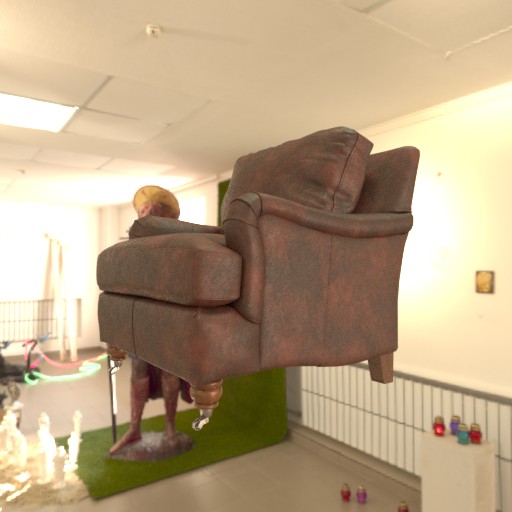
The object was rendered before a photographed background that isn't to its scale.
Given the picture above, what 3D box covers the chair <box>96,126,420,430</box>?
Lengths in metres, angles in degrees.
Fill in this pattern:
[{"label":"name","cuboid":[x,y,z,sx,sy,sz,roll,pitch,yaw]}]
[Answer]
[{"label":"chair","cuboid":[0.000,0.000,1.944,1.156,1.051,0.987,1,-1,-36]}]
